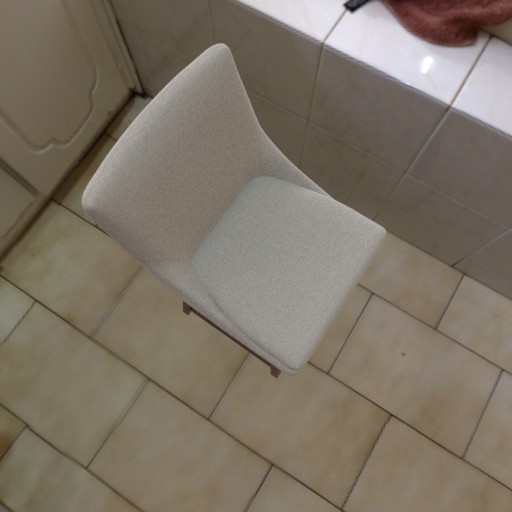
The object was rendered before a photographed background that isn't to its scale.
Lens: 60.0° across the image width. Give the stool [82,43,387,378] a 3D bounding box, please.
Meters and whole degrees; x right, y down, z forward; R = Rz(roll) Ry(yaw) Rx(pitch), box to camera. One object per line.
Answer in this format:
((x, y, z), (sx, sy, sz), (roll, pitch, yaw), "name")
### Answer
((0.000, 0.000, 1.298), (0.559, 0.991, 0.469), (34, 76, 9), "stool")
